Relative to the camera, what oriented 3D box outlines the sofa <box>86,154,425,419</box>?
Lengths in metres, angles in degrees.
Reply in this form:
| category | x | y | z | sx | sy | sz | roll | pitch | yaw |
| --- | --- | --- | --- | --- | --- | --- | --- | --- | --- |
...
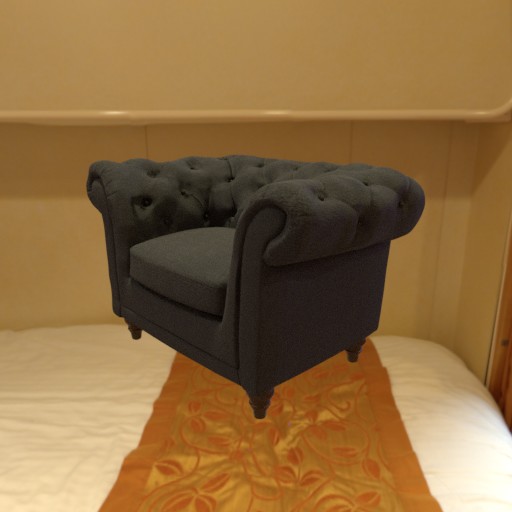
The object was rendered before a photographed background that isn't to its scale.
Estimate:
| category | x | y | z | sx | sy | sz | roll | pitch | yaw |
| --- | --- | --- | --- | --- | --- | --- | --- | --- | --- |
| sofa | 0.000 | 0.000 | 2.074 | 1.032 | 0.878 | 1.405 | -15 | 22 | -42 |
